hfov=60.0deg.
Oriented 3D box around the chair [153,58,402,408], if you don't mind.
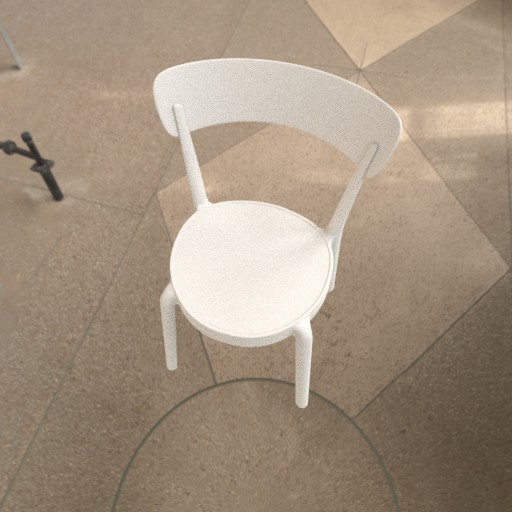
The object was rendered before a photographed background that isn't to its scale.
[{"bbox_3d":[0.000,0.000,1.137,0.506,0.790,0.491,14,60,8],"label":"chair"}]
